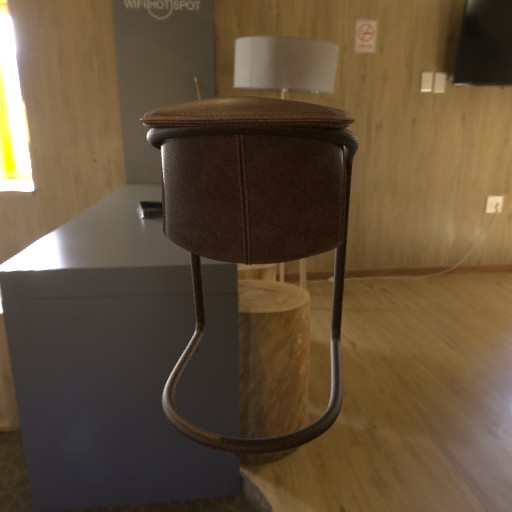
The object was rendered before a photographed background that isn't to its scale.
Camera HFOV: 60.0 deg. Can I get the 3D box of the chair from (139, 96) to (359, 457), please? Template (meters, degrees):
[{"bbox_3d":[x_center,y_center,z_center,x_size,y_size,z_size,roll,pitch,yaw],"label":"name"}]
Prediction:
[{"bbox_3d":[0.000,0.000,1.271,0.536,0.836,0.664,2,16,8],"label":"chair"}]
